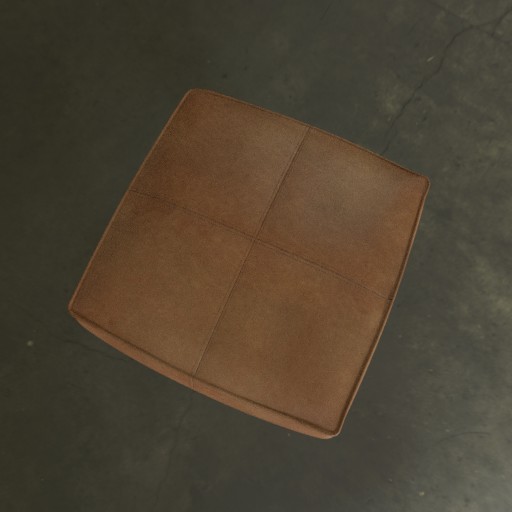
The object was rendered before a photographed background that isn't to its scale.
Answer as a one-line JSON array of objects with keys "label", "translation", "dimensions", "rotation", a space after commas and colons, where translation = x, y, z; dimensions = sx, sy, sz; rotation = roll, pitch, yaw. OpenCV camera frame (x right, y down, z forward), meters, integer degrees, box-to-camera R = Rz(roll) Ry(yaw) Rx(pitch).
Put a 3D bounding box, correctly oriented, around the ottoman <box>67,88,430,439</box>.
[{"label": "ottoman", "translation": [0.000, 0.000, 1.414], "dimensions": [0.902, 0.395, 0.901], "rotation": [23, 76, 6]}]
